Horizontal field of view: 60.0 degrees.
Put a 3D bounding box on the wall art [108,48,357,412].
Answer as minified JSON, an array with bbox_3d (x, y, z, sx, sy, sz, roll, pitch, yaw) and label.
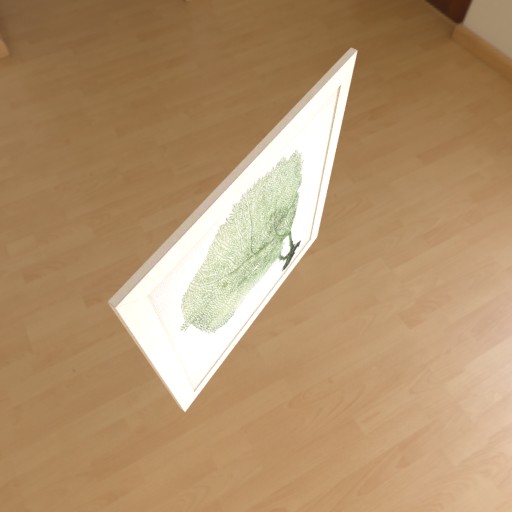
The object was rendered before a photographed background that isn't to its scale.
[{"bbox_3d":[0.000,0.000,0.891,0.013,0.584,0.584,31,64,17],"label":"wall art"}]
